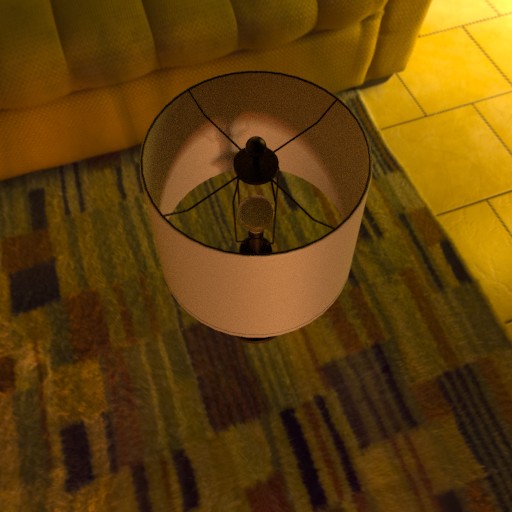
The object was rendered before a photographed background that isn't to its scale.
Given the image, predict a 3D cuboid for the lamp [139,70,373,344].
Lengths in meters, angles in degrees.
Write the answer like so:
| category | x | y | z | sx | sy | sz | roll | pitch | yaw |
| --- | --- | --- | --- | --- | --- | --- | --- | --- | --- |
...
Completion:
| category | x | y | z | sx | sy | sz | roll | pitch | yaw |
| --- | --- | --- | --- | --- | --- | --- | --- | --- | --- |
| lamp | 0.000 | 0.000 | 0.936 | 0.383 | 0.726 | 0.383 | 0 | 64 | 0 |
